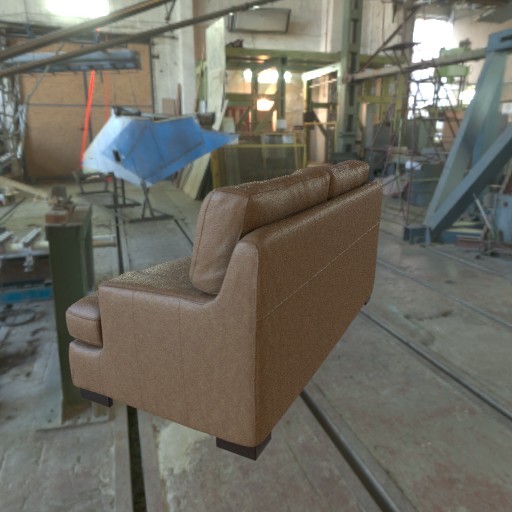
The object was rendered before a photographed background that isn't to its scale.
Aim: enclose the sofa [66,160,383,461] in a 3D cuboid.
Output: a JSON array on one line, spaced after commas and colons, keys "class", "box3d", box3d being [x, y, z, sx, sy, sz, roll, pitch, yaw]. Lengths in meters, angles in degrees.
[{"class": "sofa", "box3d": [0.000, 0.000, 2.431, 0.962, 0.980, 1.855, 8, 18, 26]}]
